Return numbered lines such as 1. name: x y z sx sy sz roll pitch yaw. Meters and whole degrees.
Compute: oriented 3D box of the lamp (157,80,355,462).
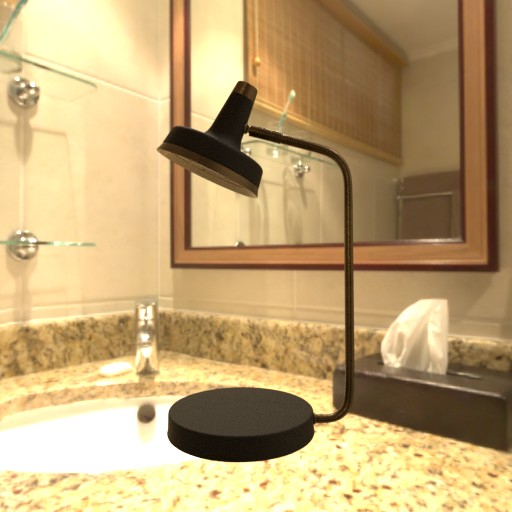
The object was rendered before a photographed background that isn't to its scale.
1. lamp: 0.000 0.000 0.492 0.218 0.385 0.162 0 0 1
